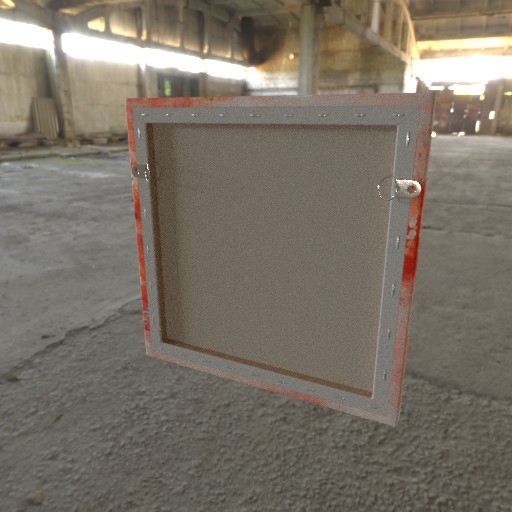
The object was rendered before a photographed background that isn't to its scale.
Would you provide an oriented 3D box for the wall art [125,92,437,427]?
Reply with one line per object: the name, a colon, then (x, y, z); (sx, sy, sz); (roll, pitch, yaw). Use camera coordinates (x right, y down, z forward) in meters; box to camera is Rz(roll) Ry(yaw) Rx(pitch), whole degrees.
wall art: (0.000, 0.000, 1.097); (0.747, 0.746, 0.064); (8, 20, 25)
